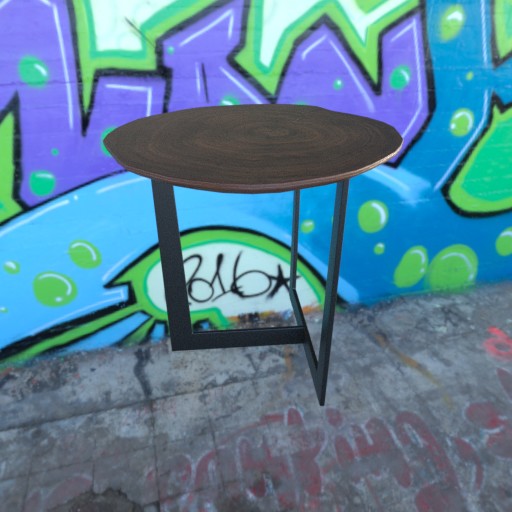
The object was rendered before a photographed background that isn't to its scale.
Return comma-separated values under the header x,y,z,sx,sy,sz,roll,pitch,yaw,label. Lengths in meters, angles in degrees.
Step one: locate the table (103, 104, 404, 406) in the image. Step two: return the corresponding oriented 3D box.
x,y,z,sx,sy,sz,roll,pitch,yaw,label
0.000,0.000,0.861,0.494,0.476,0.477,-8,31,-14,table
